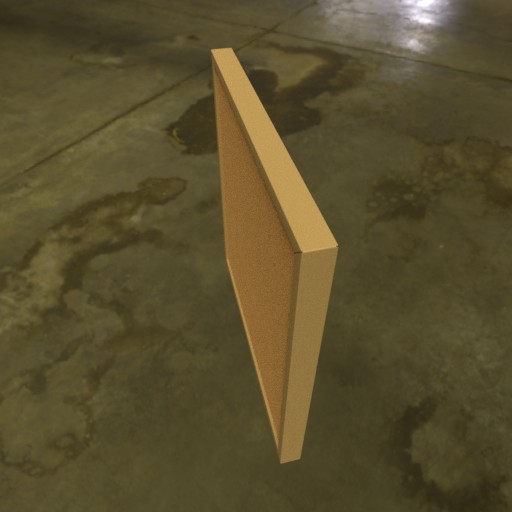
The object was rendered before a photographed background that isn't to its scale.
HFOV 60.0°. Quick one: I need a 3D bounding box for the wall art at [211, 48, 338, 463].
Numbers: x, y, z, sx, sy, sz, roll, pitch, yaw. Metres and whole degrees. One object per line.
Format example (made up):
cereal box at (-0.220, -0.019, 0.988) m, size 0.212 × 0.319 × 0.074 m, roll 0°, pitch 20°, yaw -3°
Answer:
wall art at (0.000, 0.000, 0.762) m, size 0.036 × 0.509 × 0.509 m, roll -10°, pitch 46°, yaw -10°
